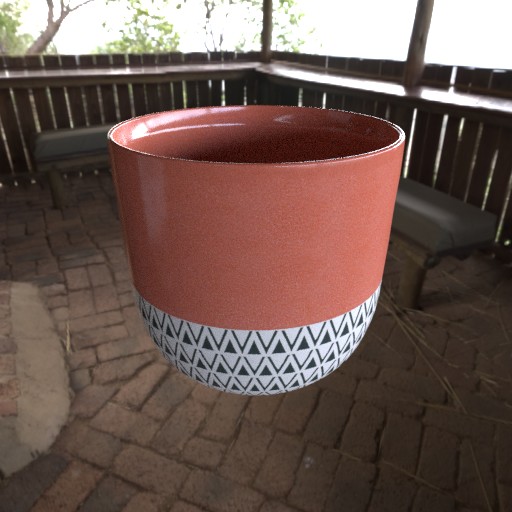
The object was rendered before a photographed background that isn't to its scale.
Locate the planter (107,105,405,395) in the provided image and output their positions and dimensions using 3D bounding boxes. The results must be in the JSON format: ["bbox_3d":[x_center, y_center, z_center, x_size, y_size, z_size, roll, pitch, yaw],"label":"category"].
[{"bbox_3d":[0.000,0.000,0.472,0.266,0.270,0.266,0,27,0],"label":"planter"}]
